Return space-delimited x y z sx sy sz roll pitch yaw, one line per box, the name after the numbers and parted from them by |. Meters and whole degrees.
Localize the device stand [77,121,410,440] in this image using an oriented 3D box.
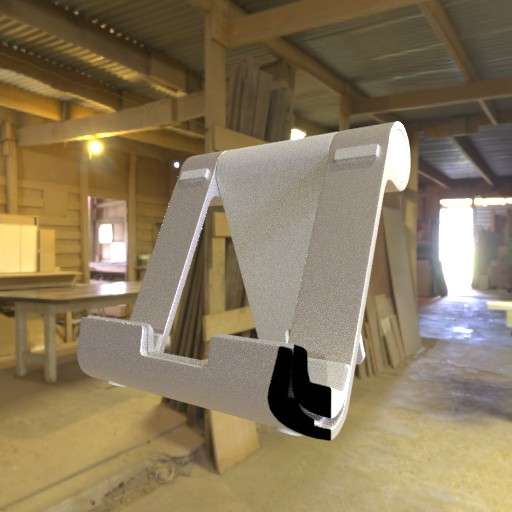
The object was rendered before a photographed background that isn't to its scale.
0.000 0.000 0.150 0.086 0.084 0.079 0 1 36 | device stand
